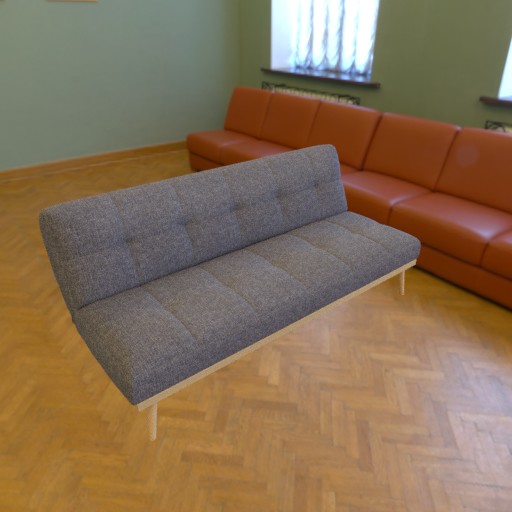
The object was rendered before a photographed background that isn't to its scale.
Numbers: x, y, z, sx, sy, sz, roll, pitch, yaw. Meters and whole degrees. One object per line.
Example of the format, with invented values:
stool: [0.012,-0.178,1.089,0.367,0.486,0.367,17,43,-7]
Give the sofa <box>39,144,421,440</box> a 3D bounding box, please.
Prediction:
sofa: [0.000,0.000,2.300,1.820,0.770,0.820,-21,35,-34]
